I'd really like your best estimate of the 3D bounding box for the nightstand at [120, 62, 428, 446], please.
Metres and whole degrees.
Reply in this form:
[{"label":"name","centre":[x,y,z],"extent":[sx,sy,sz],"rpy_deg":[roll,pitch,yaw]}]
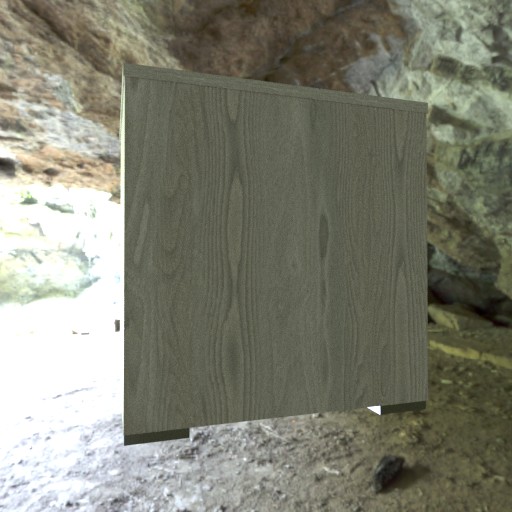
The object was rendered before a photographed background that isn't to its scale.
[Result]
[{"label":"nightstand","centre":[0.000,0.000,0.754],"extent":[0.442,0.461,0.325],"rpy_deg":[0,-1,-18]}]
